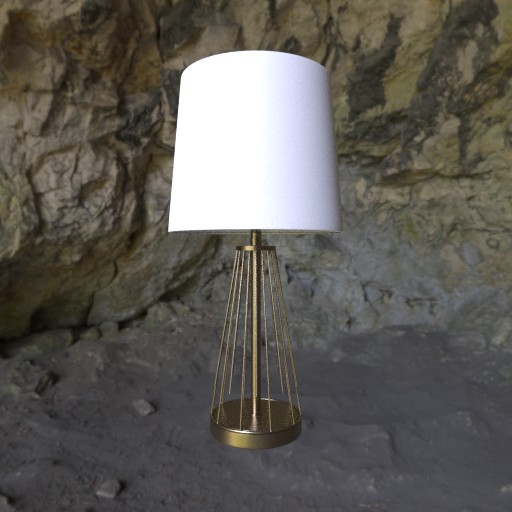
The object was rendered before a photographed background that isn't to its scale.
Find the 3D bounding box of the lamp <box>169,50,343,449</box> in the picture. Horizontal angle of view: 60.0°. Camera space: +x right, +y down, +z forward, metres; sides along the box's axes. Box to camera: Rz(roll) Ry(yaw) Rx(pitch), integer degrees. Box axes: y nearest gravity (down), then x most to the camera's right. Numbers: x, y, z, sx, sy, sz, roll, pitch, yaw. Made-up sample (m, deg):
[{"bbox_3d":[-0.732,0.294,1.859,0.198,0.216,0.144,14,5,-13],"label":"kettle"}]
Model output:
[{"bbox_3d":[0.000,0.000,0.784,0.303,0.618,0.303,0,1,0],"label":"lamp"}]
